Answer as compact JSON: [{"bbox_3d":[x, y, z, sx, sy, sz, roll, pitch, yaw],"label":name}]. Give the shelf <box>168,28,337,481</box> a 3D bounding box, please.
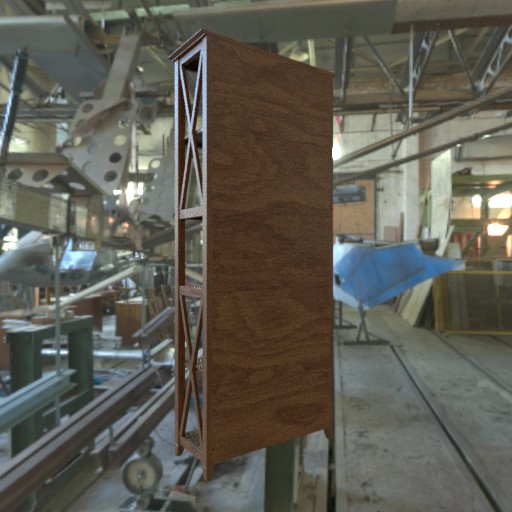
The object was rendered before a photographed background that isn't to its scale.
[{"bbox_3d":[0.000,0.000,2.224,0.805,1.905,0.335,0,0,-36],"label":"shelf"}]
